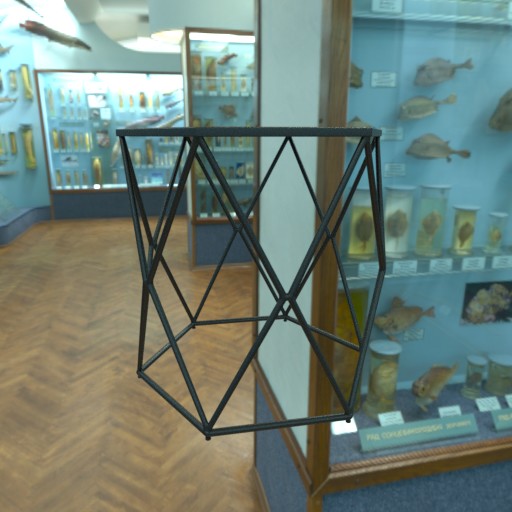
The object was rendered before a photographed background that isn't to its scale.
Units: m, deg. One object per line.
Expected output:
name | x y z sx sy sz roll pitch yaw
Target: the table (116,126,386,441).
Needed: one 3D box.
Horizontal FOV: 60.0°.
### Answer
table | 0.000 0.000 1.023 0.578 0.564 0.579 -3 16 -10
